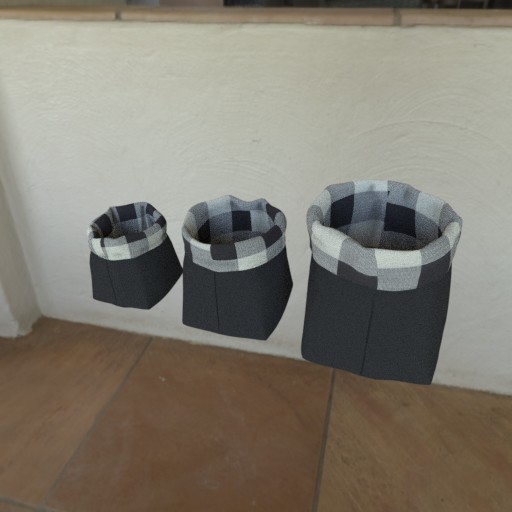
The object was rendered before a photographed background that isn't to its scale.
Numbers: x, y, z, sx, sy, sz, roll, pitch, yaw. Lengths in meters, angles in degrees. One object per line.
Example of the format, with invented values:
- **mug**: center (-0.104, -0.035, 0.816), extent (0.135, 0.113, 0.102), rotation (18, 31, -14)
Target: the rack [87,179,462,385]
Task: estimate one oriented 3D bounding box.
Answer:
- **rack**: center (0.000, 0.000, 1.065), extent (0.889, 0.329, 0.370), rotation (9, 32, 15)
